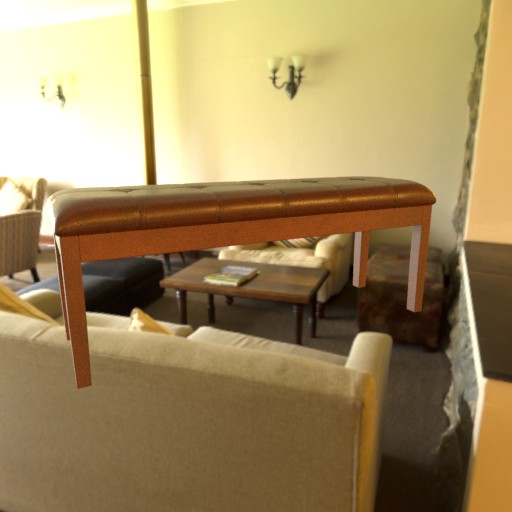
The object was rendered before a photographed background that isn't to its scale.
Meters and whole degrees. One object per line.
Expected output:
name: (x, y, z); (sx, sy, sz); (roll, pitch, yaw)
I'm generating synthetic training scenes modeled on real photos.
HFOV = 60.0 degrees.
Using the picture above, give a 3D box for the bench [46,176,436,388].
bench: (0.000, 0.000, 1.518); (1.259, 0.491, 0.401); (-7, 16, -26)
